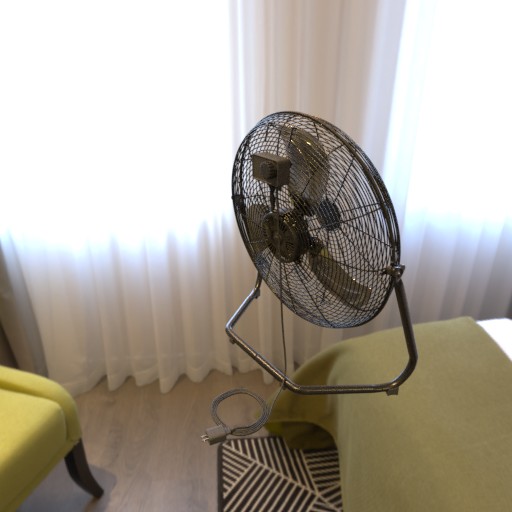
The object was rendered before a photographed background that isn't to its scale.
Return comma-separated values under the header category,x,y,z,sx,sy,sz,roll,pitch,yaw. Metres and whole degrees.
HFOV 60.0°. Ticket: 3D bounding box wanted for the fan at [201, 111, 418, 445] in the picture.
category,x,y,z,sx,sy,sz,roll,pitch,yaw
fan,0.000,0.000,0.993,0.470,0.605,0.595,-17,31,-32
